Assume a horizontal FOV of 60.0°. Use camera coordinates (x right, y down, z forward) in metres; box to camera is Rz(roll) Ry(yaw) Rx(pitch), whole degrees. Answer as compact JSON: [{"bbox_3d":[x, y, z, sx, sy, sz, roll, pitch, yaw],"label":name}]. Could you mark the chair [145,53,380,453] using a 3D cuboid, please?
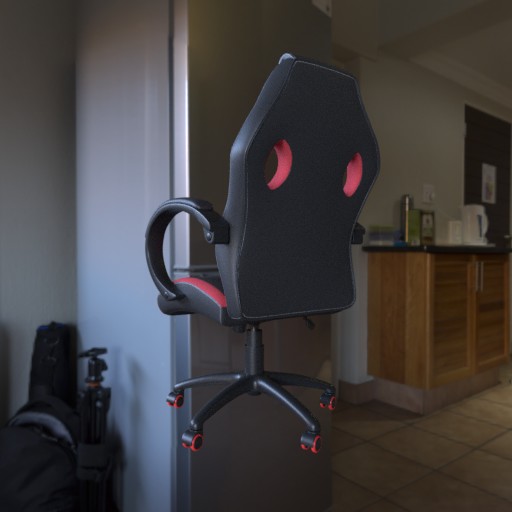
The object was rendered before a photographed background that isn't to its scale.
[{"bbox_3d":[0.000,0.000,1.611,0.673,1.187,0.724,-1,2,-35],"label":"chair"}]
